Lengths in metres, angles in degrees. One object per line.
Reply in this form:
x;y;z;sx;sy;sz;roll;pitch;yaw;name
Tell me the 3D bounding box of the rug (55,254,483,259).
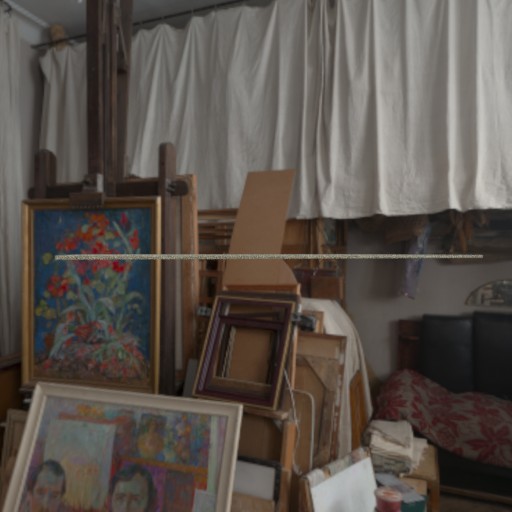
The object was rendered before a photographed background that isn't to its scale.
0.000;0.000;2.938;2.297;0.018;1.532;0;0;-19;rug
